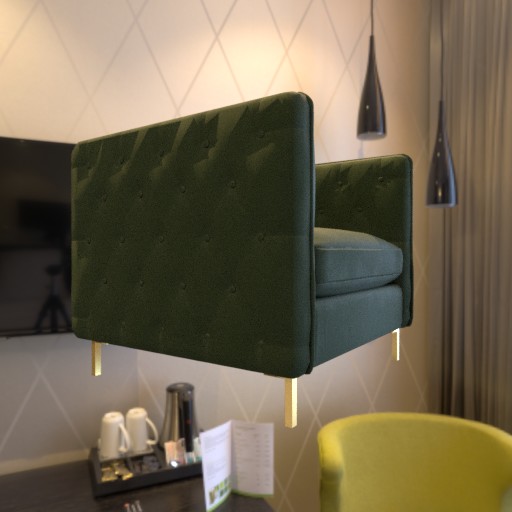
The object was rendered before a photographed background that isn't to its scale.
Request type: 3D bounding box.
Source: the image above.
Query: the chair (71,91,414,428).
[{"bbox_3d":[0.000,0.000,1.530,0.855,0.768,0.917,0,1,35],"label":"chair"}]
